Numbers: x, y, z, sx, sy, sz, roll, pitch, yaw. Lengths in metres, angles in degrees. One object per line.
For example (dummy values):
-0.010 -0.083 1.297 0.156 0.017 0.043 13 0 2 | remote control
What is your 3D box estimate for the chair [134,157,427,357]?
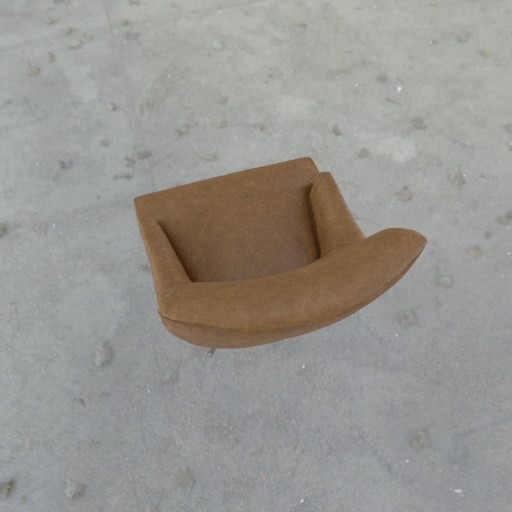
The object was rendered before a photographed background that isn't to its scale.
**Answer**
0.000 0.000 1.499 0.729 0.869 0.874 -15 59 -9 | chair
